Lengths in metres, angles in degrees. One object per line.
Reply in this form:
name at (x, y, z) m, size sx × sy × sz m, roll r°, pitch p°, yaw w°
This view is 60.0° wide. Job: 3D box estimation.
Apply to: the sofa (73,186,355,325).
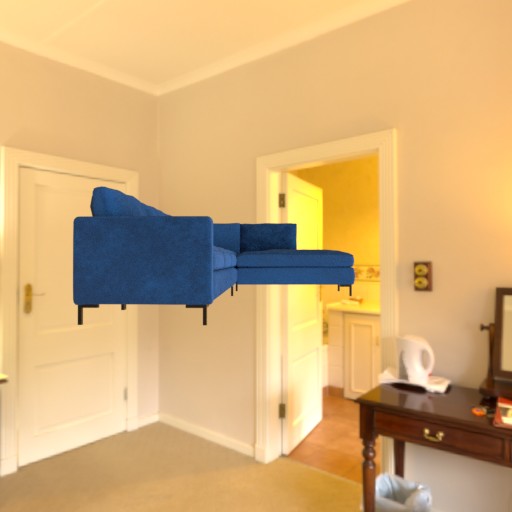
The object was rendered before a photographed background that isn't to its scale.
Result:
sofa at (0.000, 0.000, 3.310) m, size 1.707 × 0.687 × 2.486 m, roll 0°, pitch -1°, yaw 1°
